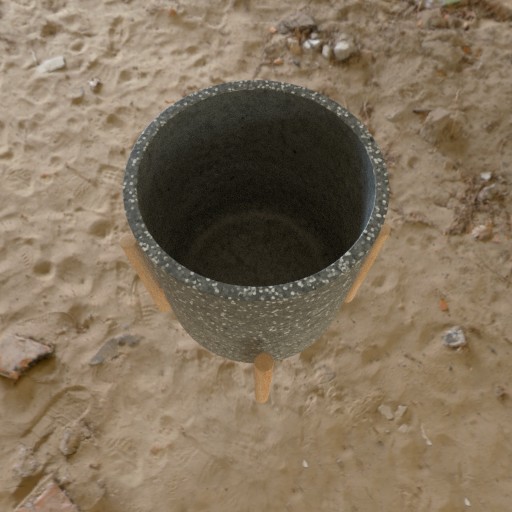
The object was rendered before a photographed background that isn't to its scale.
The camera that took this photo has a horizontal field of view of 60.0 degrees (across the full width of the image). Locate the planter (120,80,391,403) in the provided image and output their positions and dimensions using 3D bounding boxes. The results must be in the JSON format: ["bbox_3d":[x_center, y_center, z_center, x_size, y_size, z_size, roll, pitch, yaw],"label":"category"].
[{"bbox_3d":[0.000,0.000,0.695,0.360,0.419,0.360,18,66,8],"label":"planter"}]
